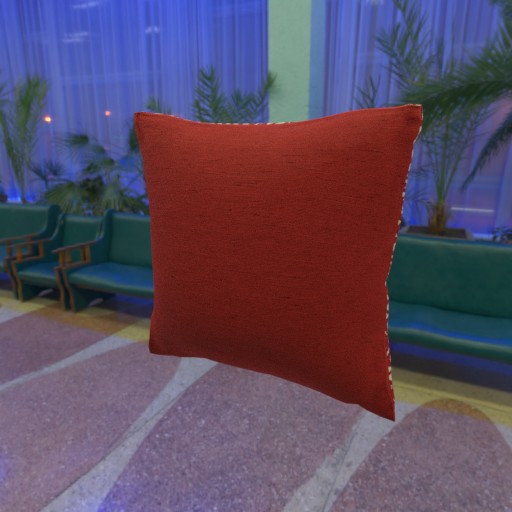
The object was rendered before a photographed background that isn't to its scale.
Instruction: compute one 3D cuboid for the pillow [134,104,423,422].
[{"bbox_3d":[0.000,0.000,0.660,0.438,0.419,0.162,8,17,27],"label":"pillow"}]
